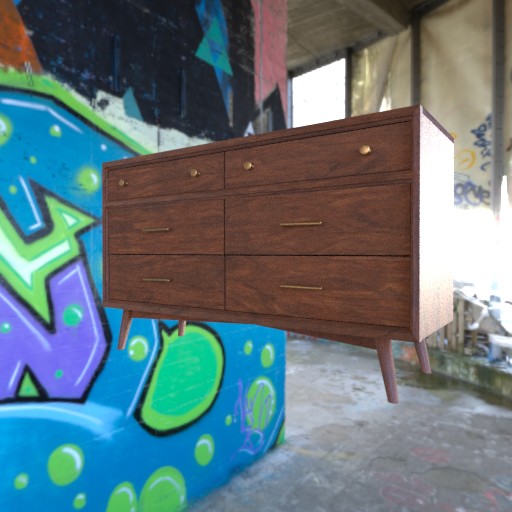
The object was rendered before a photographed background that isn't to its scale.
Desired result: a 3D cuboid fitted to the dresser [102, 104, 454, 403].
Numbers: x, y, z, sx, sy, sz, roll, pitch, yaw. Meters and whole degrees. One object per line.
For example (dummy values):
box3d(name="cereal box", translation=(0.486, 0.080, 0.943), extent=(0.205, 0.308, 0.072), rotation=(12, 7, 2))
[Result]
box3d(name="dresser", translation=(0.000, 0.000, 1.890), extent=(1.472, 0.889, 0.500), rotation=(0, 1, 35))
